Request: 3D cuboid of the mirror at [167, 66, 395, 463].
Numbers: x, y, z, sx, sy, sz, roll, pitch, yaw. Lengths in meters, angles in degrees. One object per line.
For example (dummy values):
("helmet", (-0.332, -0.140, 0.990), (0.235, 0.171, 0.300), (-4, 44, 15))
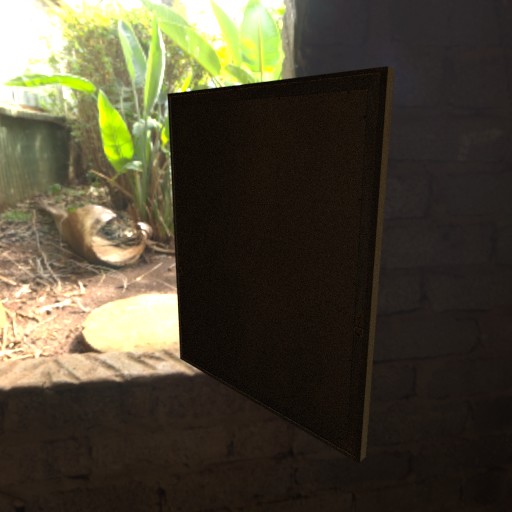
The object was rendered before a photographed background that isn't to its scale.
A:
("mirror", (0.000, 0.000, 1.209), (0.032, 0.882, 0.730), (-14, 20, -43))
